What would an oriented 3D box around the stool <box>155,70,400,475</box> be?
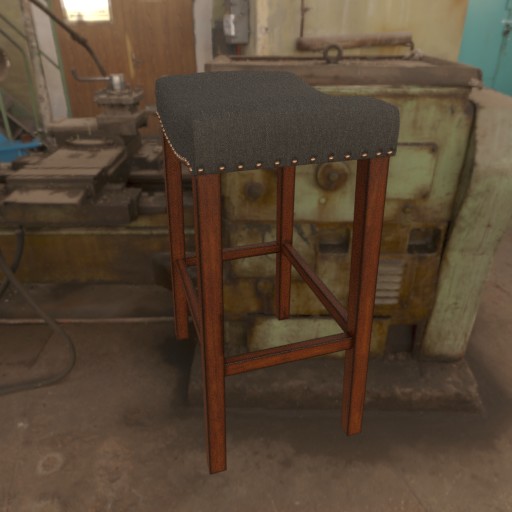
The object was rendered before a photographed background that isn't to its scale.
[{"bbox_3d":[0.000,0.000,1.032,0.366,0.760,0.502,-9,30,-15],"label":"stool"}]
